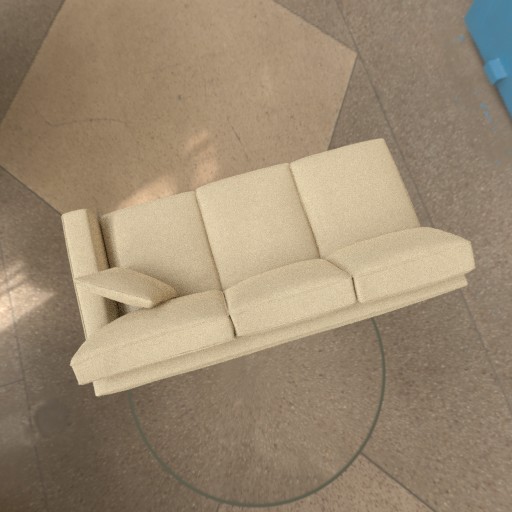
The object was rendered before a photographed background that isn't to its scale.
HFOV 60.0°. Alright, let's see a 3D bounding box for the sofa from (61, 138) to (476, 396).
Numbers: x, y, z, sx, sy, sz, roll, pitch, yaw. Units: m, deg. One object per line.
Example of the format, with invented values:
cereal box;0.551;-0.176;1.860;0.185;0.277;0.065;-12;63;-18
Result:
sofa;0.000;0.000;2.552;1.963;0.946;1.034;-16;77;-4
